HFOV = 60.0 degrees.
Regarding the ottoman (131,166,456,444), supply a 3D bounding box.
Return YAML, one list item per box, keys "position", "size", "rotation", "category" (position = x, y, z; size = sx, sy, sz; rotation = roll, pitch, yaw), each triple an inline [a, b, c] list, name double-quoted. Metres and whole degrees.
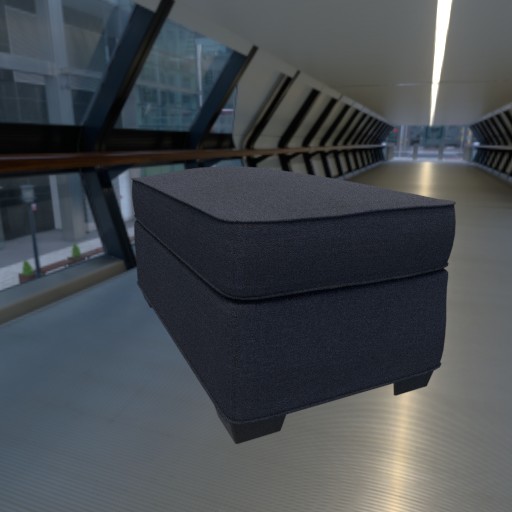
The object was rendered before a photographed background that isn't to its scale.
- position: [0.000, 0.000, 1.188]
  size: [0.505, 0.453, 0.895]
  rotation: [-7, 17, -24]
  category: "ottoman"
